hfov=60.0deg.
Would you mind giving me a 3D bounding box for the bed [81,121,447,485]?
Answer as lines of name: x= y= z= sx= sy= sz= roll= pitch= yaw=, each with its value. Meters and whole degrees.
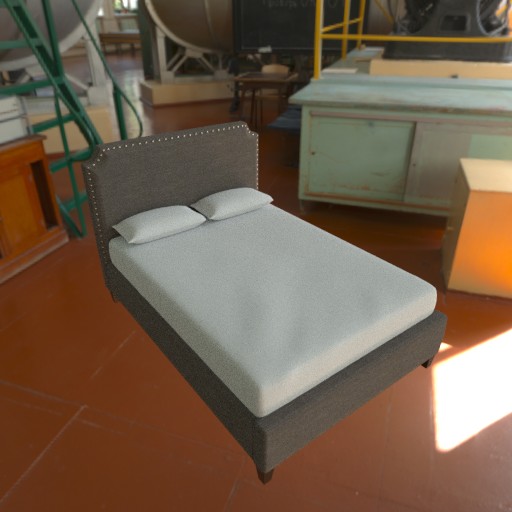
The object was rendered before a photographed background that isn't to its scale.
bed: x=0.000 y=0.000 z=3.438 sx=1.713 sy=1.457 sz=2.381 roll=-20 pitch=35 yaw=-32
